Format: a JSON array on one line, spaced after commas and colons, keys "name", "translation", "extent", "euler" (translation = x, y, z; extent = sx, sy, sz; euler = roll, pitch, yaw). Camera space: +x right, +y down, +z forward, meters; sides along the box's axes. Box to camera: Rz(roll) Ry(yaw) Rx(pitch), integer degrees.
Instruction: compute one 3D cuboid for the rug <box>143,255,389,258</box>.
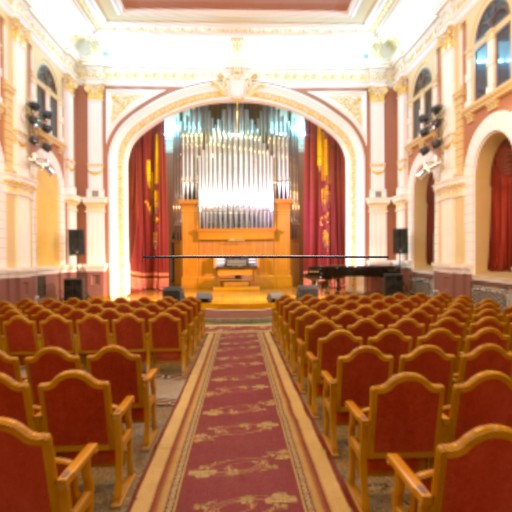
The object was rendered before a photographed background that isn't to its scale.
[{"name": "rug", "translation": [0.000, 0.000, 2.653], "extent": [0.832, 0.008, 2.362], "euler": [0, 0, -2]}]
